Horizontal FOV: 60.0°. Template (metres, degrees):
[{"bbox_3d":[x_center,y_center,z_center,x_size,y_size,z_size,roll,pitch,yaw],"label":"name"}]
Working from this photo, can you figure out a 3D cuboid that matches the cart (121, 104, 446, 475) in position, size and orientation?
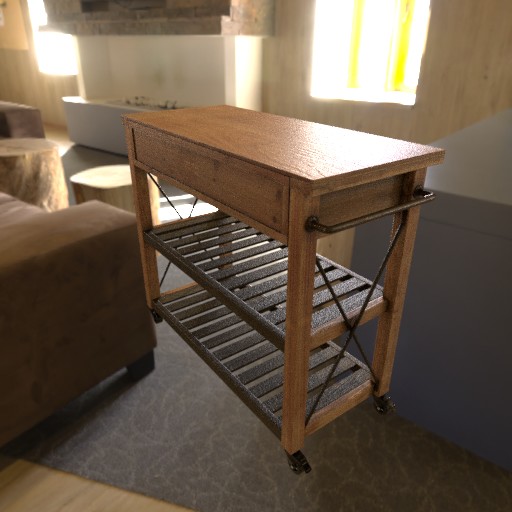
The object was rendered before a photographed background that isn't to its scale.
[{"bbox_3d":[0.000,0.000,0.985,0.298,0.554,0.686,-18,32,-32],"label":"cart"}]
